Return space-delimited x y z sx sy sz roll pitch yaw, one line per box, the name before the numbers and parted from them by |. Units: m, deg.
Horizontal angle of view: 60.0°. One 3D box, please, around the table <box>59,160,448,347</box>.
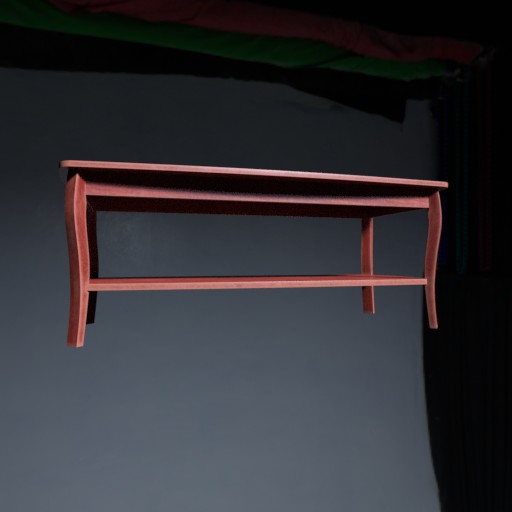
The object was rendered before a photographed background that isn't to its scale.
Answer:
table | 0.000 0.000 1.508 1.216 0.473 0.561 0 0 -16
